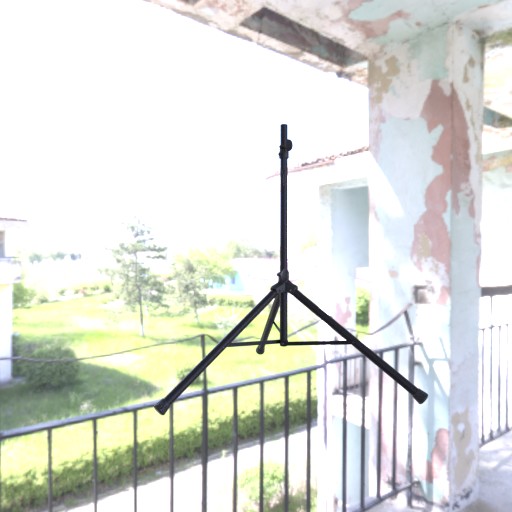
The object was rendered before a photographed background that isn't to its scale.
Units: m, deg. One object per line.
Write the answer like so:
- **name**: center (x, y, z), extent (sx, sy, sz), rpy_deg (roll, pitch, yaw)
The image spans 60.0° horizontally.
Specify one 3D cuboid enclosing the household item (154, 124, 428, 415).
- **household item**: center (0.000, 0.000, 1.843), extent (0.907, 1.136, 1.045), rpy_deg (-1, 2, -36)
